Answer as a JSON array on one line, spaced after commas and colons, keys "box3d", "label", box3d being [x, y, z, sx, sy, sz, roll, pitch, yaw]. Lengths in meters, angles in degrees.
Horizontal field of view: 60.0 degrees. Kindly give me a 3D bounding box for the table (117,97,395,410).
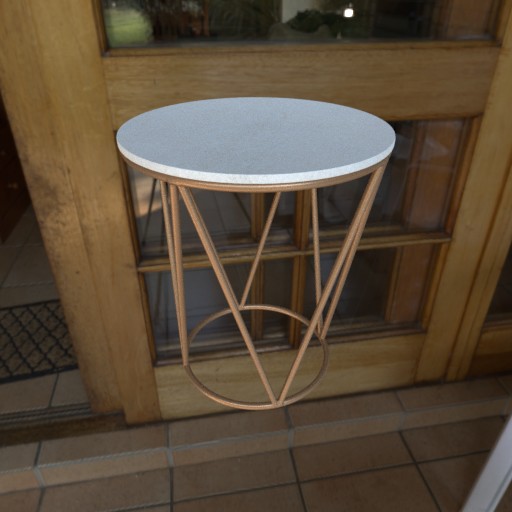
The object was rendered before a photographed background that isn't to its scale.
[{"box3d": [0.000, 0.000, 0.968, 0.500, 0.564, 0.500, 0, 31, 0], "label": "table"}]
